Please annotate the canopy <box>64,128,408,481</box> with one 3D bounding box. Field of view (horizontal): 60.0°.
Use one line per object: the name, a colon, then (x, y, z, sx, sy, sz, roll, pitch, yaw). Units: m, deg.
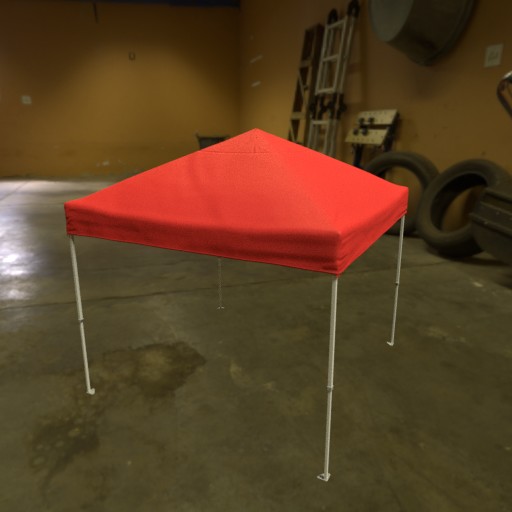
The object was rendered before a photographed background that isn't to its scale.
canopy: (0.000, 0.000, 5.420, 2.996, 2.997, 2.998, 8, 18, 26)
